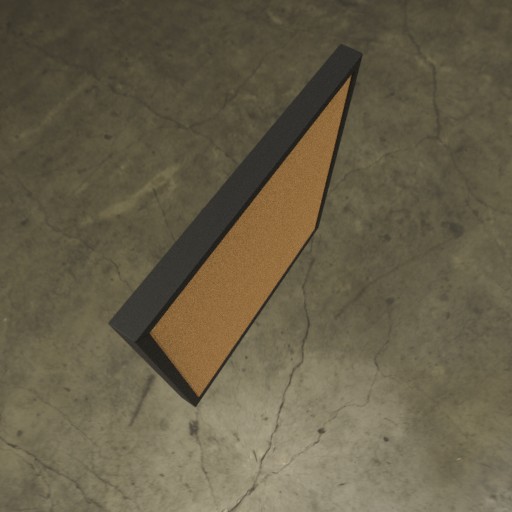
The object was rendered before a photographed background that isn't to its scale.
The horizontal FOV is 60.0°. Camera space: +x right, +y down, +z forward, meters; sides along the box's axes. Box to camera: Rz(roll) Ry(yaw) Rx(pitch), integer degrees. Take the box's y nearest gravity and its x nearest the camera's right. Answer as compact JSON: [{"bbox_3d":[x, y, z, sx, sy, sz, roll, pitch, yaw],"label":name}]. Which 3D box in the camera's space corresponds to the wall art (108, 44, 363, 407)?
[{"bbox_3d":[0.000,0.000,0.778,0.037,0.508,0.508,31,68,14],"label":"wall art"}]
